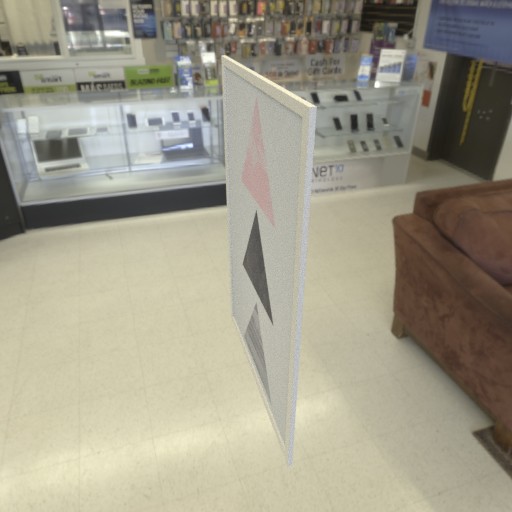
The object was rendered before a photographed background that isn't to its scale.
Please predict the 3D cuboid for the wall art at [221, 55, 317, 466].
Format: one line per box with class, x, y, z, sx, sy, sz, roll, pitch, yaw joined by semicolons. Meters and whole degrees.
wall art;0.000;0.000;1.223;0.013;0.940;0.659;-9;32;-14
